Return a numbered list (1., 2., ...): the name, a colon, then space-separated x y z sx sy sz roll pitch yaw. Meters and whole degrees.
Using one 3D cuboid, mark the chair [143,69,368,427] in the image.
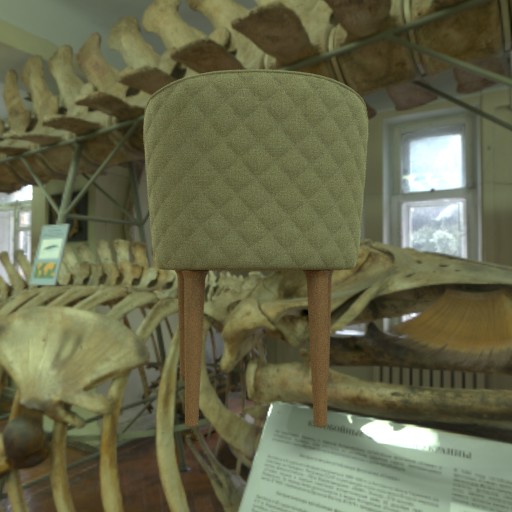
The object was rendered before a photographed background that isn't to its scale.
1. chair: 0.000 0.000 1.216 0.584 0.775 0.616 0 -2 0
